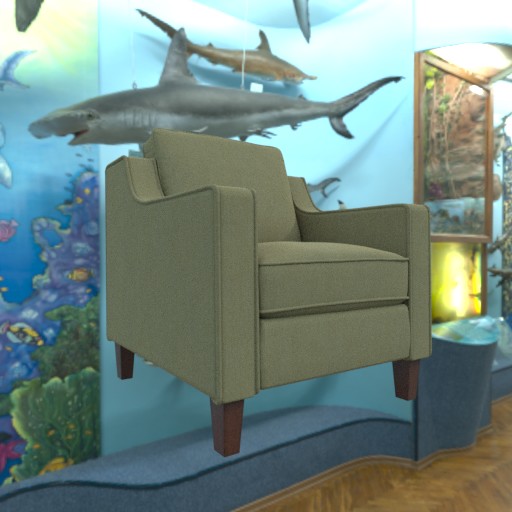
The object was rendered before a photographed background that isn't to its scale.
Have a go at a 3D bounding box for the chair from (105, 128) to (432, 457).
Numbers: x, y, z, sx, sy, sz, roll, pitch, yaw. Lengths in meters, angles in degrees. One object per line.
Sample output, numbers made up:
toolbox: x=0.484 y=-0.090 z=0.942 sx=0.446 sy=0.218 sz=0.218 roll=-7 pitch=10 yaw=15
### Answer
chair: x=0.000 y=0.000 z=1.612 sx=0.831 sy=0.960 sz=0.909 roll=-1 pitch=1 yaw=-35
